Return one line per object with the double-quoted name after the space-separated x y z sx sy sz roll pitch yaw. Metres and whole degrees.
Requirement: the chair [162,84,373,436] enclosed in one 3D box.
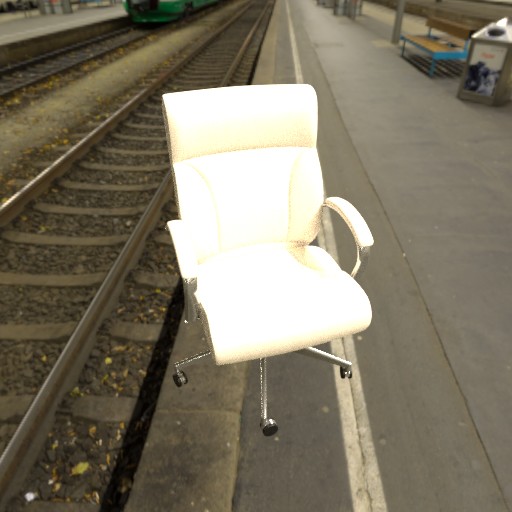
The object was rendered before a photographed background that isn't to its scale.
0.000 0.000 1.657 0.727 1.099 0.745 -10 33 -15 "chair"
